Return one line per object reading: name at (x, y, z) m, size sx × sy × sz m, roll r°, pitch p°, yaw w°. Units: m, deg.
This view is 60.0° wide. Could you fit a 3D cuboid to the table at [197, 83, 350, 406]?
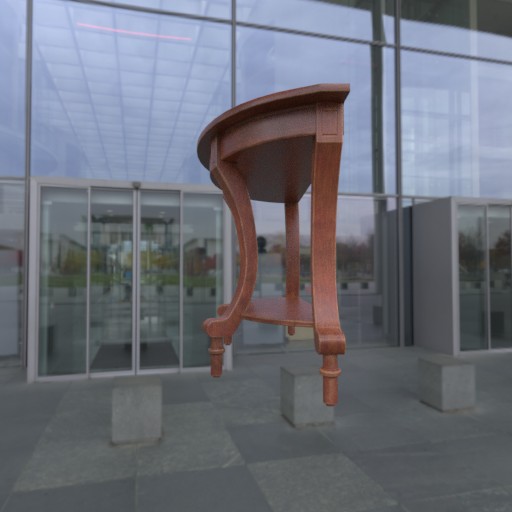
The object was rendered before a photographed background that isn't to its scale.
table at (0.000, 0.000, 1.526) m, size 0.394 × 0.699 × 1.198 m, roll 0°, pitch -2°, yaw 0°
